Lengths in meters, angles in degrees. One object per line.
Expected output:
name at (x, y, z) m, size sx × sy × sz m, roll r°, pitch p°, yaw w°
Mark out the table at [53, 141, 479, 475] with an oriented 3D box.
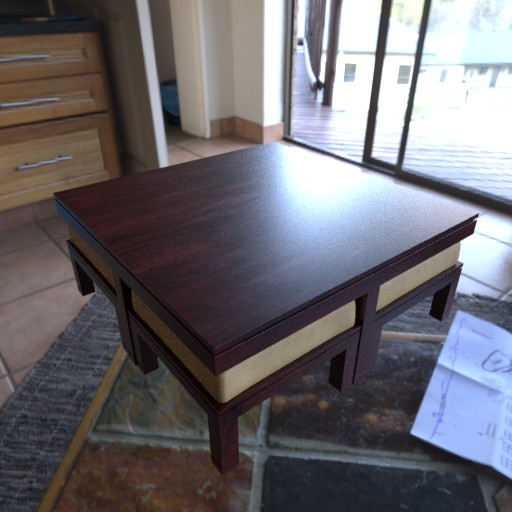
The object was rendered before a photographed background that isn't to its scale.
table at (0.000, 0.000, 1.356) m, size 0.865 × 0.356 × 0.865 m, roll -22°, pitch 37°, yaw -32°
